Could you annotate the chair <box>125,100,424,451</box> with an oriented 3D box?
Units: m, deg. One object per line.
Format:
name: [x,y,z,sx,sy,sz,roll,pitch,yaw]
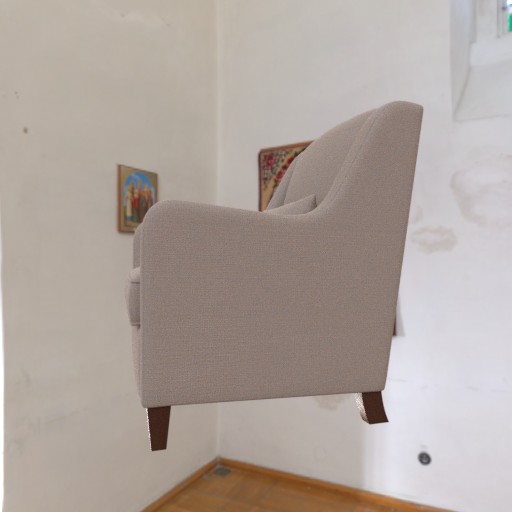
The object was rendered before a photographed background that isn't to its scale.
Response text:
chair: [0.000,0.000,1.586,0.896,1.017,0.715,0,0,-17]
